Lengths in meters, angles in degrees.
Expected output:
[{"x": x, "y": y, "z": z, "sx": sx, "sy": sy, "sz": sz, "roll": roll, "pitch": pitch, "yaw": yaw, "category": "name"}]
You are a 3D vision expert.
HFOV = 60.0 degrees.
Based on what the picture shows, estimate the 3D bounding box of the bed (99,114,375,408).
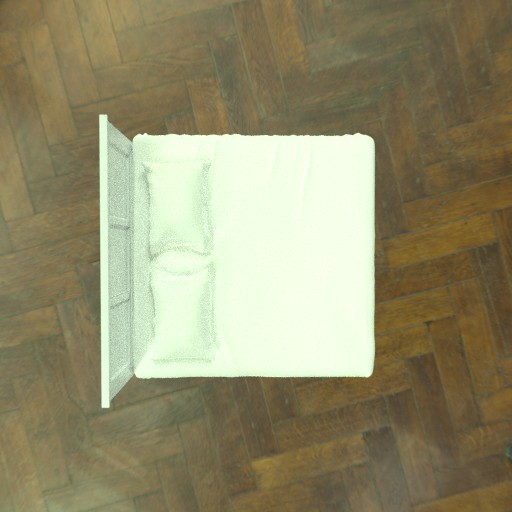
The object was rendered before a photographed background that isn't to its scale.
[{"x": 0.000, "y": 0.000, "z": 3.673, "sx": 2.215, "sy": 1.273, "sz": 2.317, "roll": 0, "pitch": 91, "yaw": -1, "category": "bed"}]
